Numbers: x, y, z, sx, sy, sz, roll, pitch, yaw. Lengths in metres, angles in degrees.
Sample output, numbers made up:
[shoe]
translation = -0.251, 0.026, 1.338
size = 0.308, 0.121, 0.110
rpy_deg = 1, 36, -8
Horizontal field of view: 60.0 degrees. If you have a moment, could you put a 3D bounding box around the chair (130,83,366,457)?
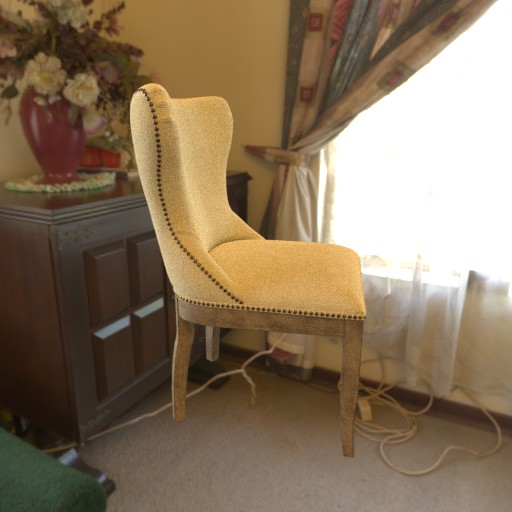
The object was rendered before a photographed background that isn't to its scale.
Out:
[chair]
translation = 0.000, 0.000, 1.428
size = 0.681, 1.002, 0.654
rpy_deg = 3, 17, 11
